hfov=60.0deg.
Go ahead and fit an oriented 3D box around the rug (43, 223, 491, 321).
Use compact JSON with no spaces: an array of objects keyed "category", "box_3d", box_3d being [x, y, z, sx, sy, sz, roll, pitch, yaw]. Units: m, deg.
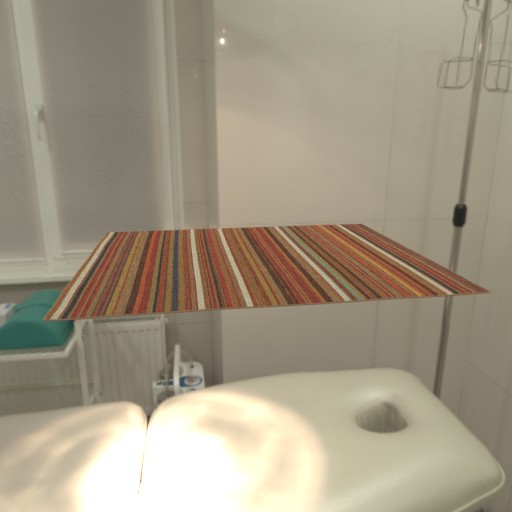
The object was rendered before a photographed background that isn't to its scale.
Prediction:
[{"category":"rug","box_3d":[0.000,0.000,4.154,3.092,0.023,2.479,-2,16,-8]}]
